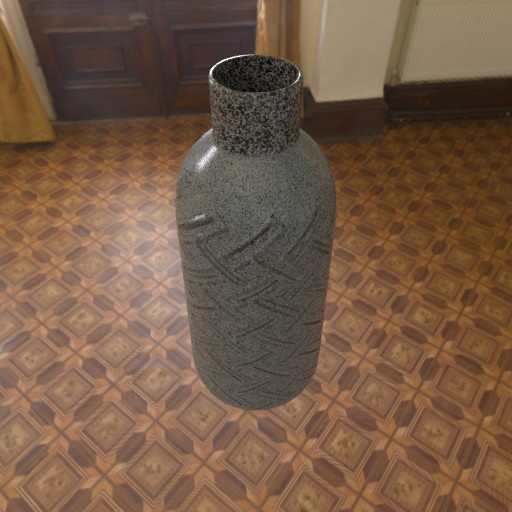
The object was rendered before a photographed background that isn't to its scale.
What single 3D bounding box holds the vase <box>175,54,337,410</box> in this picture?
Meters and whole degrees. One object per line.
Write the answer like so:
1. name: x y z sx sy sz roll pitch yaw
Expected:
1. vase: 0.000 0.000 0.339 0.122 0.282 0.122 0 46 0
